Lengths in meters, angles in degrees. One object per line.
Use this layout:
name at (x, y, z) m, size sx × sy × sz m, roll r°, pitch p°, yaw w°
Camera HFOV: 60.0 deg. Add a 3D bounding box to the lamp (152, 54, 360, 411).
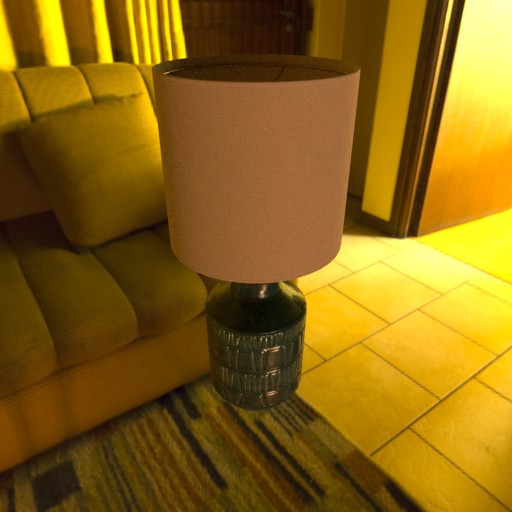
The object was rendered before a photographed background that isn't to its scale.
lamp at (0.000, 0.000, 0.571) m, size 0.211 × 0.455 × 0.211 m, roll 19°, pitch 35°, yaw 29°
